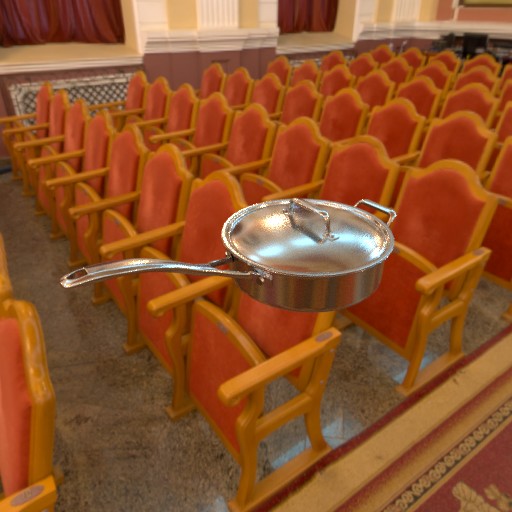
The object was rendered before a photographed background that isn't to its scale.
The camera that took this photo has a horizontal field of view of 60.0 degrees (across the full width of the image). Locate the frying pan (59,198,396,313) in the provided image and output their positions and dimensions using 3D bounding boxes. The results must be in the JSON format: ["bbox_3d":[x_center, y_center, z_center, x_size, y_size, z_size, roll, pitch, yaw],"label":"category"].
[{"bbox_3d":[0.000,0.000,0.602,0.492,0.111,0.245,-19,35,-30],"label":"frying pan"}]
